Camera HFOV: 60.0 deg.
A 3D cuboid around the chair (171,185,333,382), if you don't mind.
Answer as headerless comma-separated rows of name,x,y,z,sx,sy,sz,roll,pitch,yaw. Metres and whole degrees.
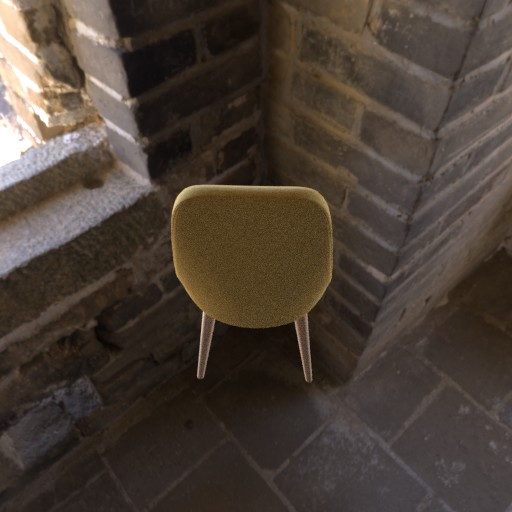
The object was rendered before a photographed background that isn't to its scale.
chair,0.000,0.000,1.430,0.510,1.040,0.660,1,47,1
